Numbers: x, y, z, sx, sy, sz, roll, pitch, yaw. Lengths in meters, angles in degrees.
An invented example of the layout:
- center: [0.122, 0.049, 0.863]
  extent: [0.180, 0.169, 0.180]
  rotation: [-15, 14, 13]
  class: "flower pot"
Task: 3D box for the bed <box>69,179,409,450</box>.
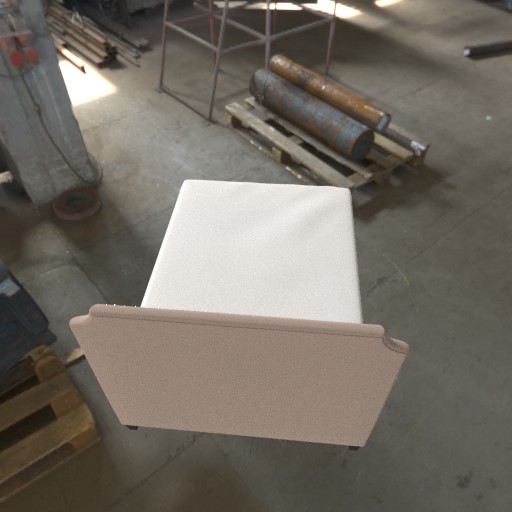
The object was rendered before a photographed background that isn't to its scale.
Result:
- center: [0.000, 0.000, 3.421]
  extent: [1.713, 1.443, 2.372]
  rotation: [4, 46, 4]
  class: "bed"
